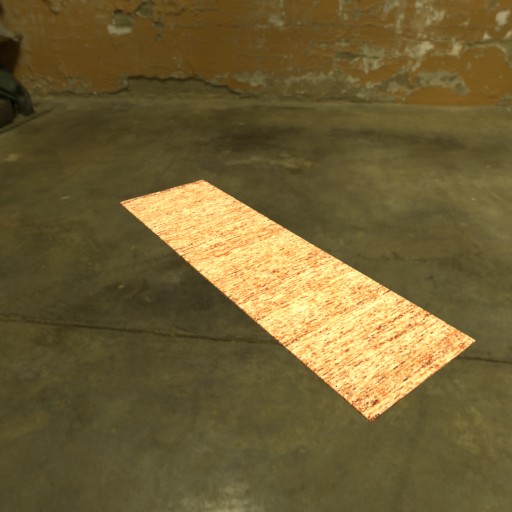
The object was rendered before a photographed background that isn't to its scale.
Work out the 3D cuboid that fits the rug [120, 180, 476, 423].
[{"bbox_3d":[0.000,0.000,2.481,0.680,0.014,2.237,-22,38,-31],"label":"rug"}]
